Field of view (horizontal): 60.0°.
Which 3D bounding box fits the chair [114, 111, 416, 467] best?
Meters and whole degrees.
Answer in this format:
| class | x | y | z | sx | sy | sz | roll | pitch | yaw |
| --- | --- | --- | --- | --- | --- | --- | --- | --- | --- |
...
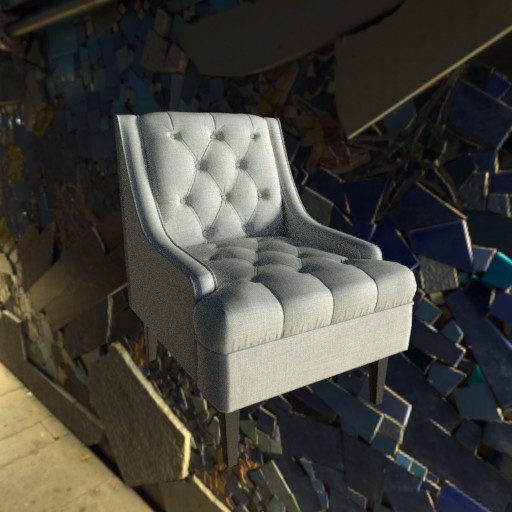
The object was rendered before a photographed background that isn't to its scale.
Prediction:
| class | x | y | z | sx | sy | sz | roll | pitch | yaw |
| --- | --- | --- | --- | --- | --- | --- | --- | --- | --- |
| chair | 0.000 | 0.000 | 1.407 | 0.658 | 0.891 | 0.772 | -9 | 18 | -30 |
